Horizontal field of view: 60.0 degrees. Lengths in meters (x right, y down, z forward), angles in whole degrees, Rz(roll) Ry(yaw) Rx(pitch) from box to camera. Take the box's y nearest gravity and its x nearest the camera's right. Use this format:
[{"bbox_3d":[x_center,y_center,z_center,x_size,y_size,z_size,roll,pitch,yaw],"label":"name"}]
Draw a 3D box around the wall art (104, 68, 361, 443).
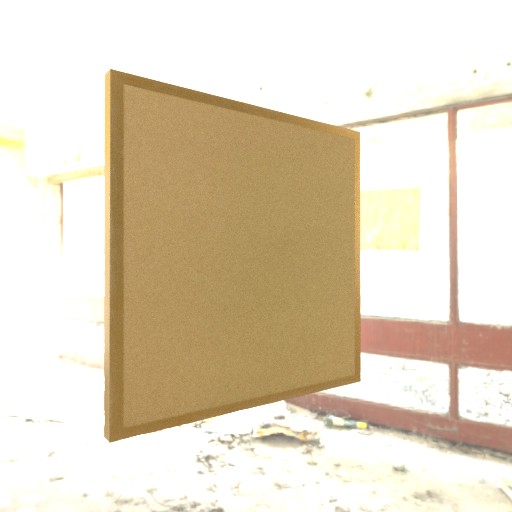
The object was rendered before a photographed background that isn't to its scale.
[{"bbox_3d":[0.000,0.000,1.139,0.762,0.760,0.037,0,0,-36],"label":"wall art"}]
